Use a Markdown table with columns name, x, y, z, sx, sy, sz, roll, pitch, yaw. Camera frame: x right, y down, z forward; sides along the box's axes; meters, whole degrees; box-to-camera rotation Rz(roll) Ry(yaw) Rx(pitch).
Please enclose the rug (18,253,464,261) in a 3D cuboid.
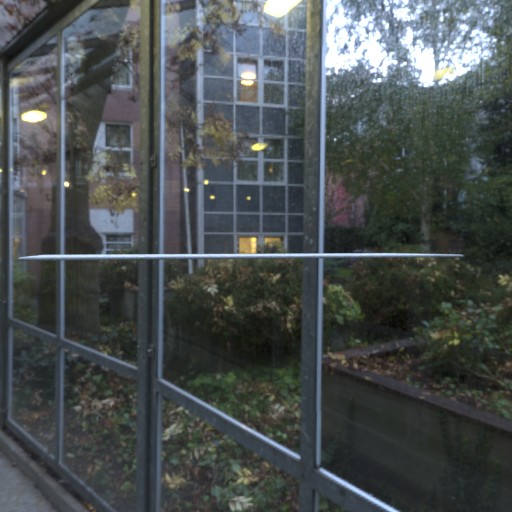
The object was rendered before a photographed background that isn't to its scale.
| name | x | y | z | sx | sy | sz | roll | pitch | yaw |
| --- | --- | --- | --- | --- | --- | --- | --- | --- | --- |
| rug | 0.000 | 0.000 | 2.489 | 2.276 | 0.014 | 0.678 | 0 | 1 | -18 |
